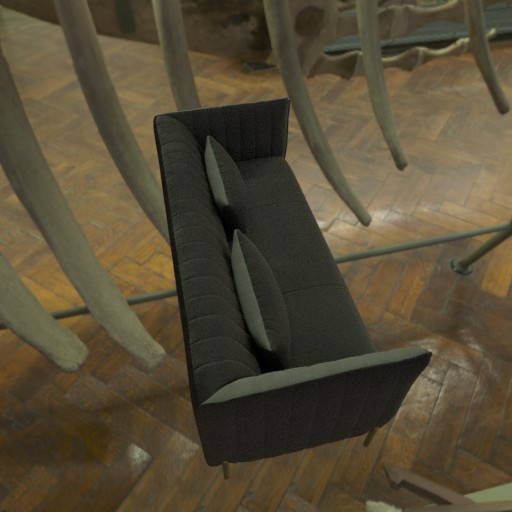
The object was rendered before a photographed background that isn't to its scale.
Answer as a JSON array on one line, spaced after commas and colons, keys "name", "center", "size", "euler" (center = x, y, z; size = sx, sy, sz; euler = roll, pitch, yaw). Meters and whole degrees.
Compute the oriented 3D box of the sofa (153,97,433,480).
[{"name": "sofa", "center": [0.000, 0.000, 2.414], "size": [0.876, 0.780, 1.980], "euler": [-10, 49, -9]}]
